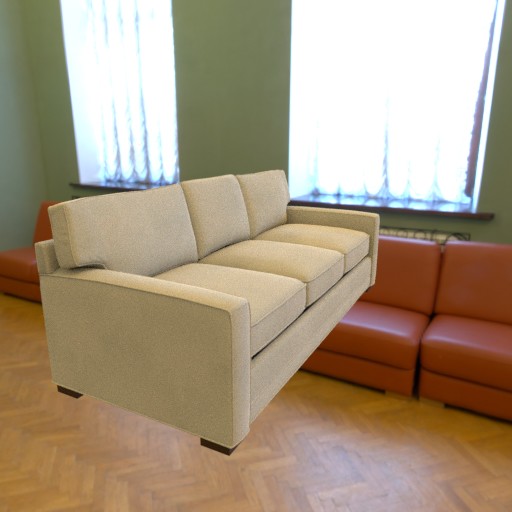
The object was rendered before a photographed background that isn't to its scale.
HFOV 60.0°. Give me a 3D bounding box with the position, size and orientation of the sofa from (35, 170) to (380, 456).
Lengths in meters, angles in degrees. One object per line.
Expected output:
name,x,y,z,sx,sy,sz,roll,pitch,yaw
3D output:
sofa,0.000,0.000,2.523,0.935,0.862,2.088,8,17,27
